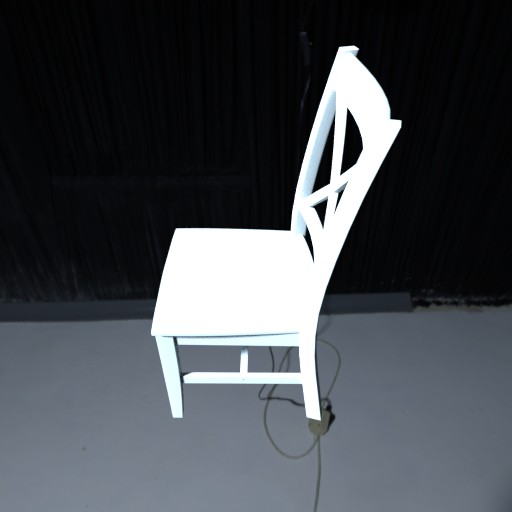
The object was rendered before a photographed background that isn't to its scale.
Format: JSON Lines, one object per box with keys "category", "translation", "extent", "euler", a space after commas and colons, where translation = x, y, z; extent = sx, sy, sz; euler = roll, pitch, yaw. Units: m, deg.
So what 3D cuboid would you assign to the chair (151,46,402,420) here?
{"category": "chair", "translation": [0.000, 0.000, 1.253], "extent": [0.542, 0.983, 0.485], "euler": [0, 40, 0]}
